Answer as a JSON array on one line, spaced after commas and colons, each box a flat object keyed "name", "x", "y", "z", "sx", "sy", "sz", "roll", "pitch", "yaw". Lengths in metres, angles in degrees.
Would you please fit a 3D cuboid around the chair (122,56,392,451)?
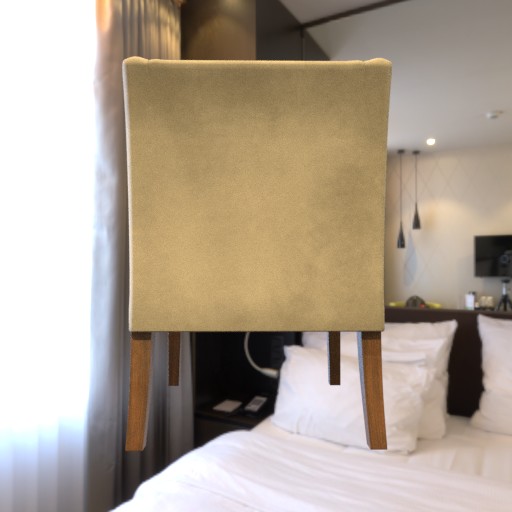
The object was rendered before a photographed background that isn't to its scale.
[{"name": "chair", "x": 0.000, "y": 0.000, "z": 1.292, "sx": 0.629, "sy": 0.895, "sz": 0.629, "roll": 0, "pitch": -1, "yaw": -1}]
